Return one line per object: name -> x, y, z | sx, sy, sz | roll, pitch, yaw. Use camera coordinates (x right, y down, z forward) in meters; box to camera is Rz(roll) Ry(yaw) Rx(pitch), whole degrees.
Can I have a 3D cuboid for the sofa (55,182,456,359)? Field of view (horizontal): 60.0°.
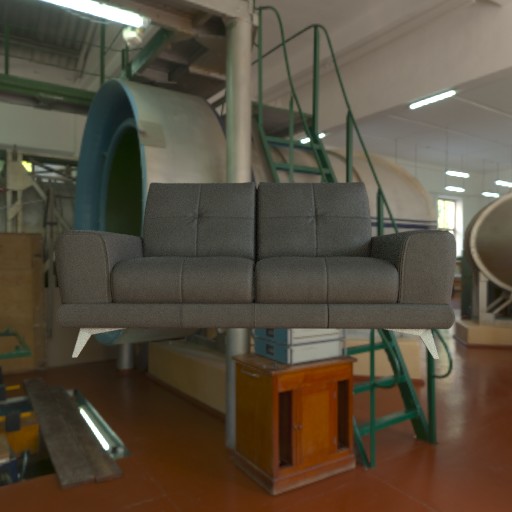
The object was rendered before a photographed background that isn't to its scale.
sofa -> 0.000, 0.000, 2.428 | 1.806, 0.907, 1.018 | 0, 0, 1
